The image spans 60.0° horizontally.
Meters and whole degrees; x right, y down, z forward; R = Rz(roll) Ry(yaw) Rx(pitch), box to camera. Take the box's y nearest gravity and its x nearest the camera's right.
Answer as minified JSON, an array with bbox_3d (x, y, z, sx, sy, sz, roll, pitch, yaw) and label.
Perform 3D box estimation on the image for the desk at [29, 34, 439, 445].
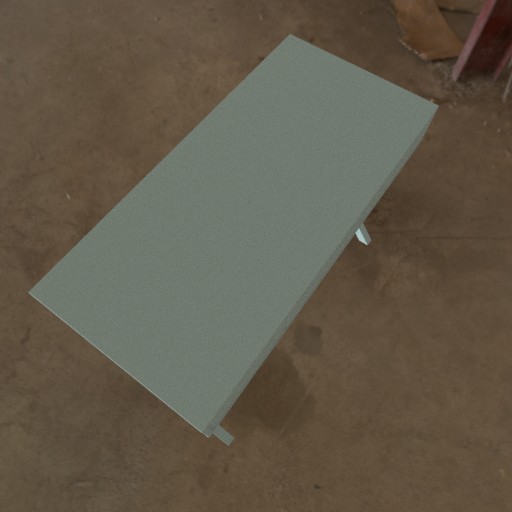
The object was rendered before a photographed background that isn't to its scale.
[{"bbox_3d":[0.000,0.000,1.474,0.509,0.780,1.059,33,69,15],"label":"desk"}]
